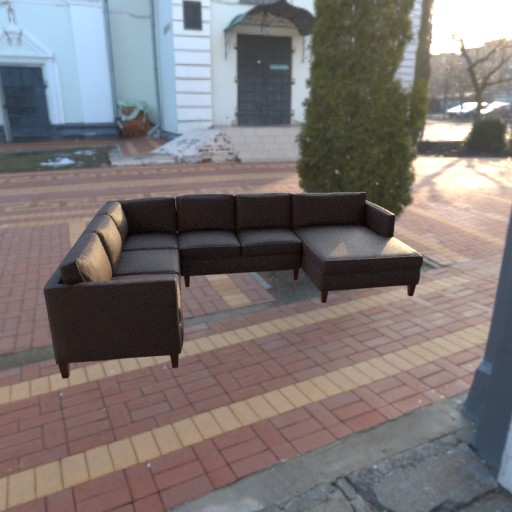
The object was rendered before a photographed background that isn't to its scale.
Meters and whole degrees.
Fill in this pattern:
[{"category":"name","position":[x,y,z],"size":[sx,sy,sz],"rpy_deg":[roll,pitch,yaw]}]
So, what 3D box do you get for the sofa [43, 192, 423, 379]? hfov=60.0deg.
[{"category":"sofa","position":[0.000,0.000,4.586],"size":[3.460,0.923,2.593],"rpy_deg":[-3,19,-9]}]
